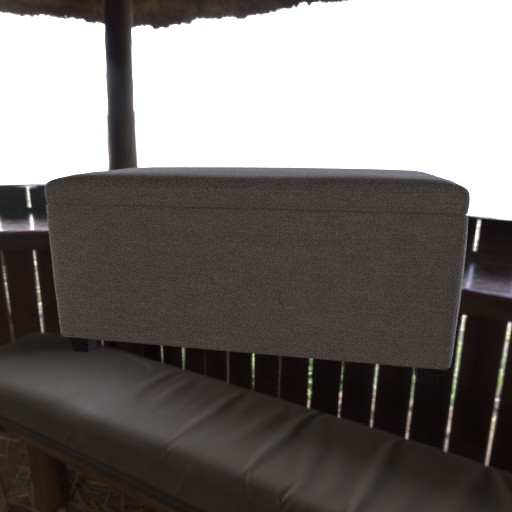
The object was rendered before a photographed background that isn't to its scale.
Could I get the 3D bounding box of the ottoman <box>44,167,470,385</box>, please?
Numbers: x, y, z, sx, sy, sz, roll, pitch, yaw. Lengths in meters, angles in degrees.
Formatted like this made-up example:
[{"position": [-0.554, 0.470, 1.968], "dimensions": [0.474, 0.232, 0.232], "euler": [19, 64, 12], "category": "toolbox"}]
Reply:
[{"position": [0.000, 0.000, 1.122], "dimensions": [0.902, 0.432, 0.419], "euler": [3, 14, 10], "category": "ottoman"}]
